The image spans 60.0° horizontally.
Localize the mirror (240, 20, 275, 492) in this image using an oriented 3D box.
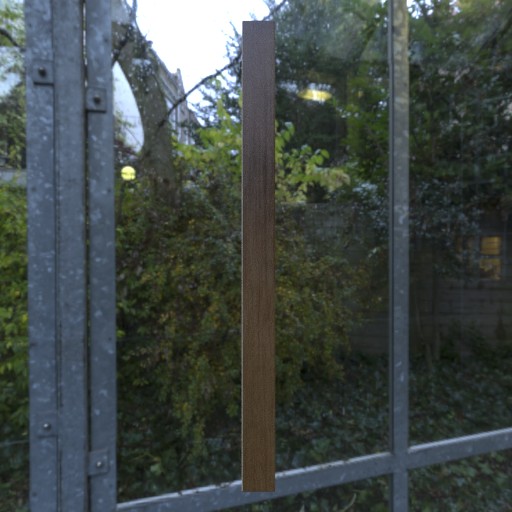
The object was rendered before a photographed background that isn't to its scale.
[{"bbox_3d":[0.000,0.000,0.680,0.041,0.508,0.405,0,0,0],"label":"mirror"}]
